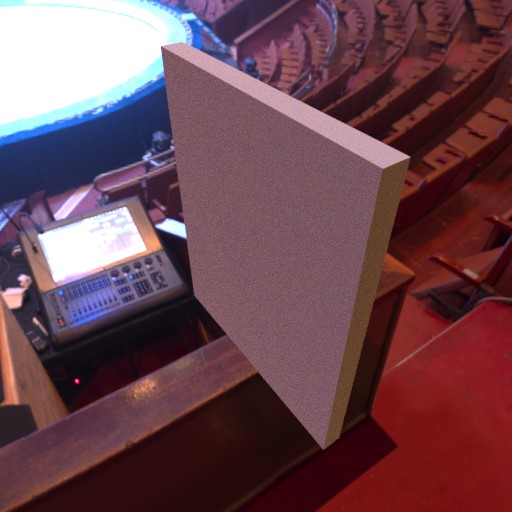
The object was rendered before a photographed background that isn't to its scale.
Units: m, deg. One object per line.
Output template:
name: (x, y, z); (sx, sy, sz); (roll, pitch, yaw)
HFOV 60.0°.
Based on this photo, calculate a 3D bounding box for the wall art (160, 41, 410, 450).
wall art: (0.000, 0.000, 0.731); (0.039, 0.553, 0.451); (-25, 47, -26)
